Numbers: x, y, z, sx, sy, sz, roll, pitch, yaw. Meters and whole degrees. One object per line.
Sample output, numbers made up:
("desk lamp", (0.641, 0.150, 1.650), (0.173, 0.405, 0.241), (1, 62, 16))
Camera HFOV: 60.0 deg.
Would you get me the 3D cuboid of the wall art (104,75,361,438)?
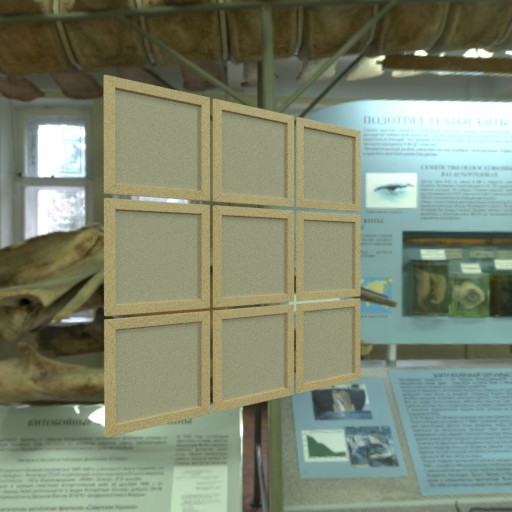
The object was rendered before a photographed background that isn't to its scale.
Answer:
("wall art", (0.000, 0.000, 2.268), (1.519, 1.507, 0.014), (0, 1, -34))
